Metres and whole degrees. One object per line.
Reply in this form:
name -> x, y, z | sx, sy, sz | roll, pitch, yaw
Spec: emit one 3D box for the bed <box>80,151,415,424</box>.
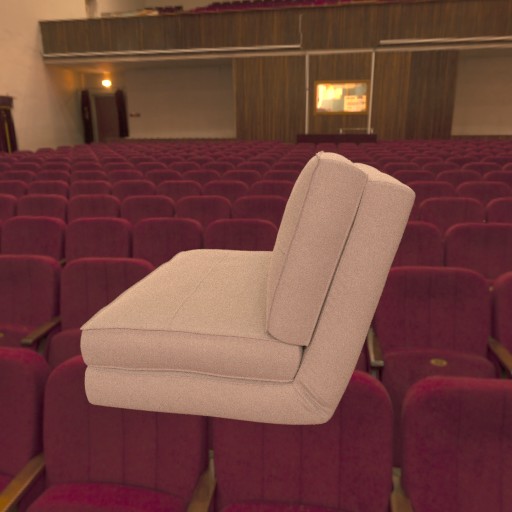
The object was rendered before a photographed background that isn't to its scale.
bed -> 0.000, 0.000, 1.327 | 0.749, 0.614, 0.799 | 2, 14, 9
